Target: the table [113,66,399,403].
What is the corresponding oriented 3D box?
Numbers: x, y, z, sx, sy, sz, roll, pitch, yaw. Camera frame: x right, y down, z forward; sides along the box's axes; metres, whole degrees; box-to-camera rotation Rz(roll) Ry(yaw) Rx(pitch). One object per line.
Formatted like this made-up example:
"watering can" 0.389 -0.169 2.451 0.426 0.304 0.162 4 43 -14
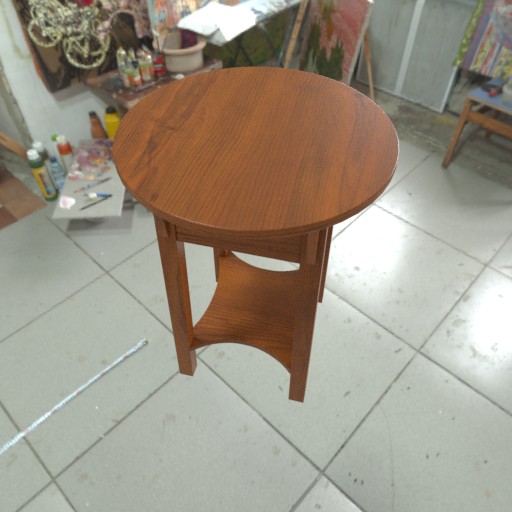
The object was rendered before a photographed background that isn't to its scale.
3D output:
"table" 0.000 0.000 0.948 0.457 0.610 0.457 0 48 0
